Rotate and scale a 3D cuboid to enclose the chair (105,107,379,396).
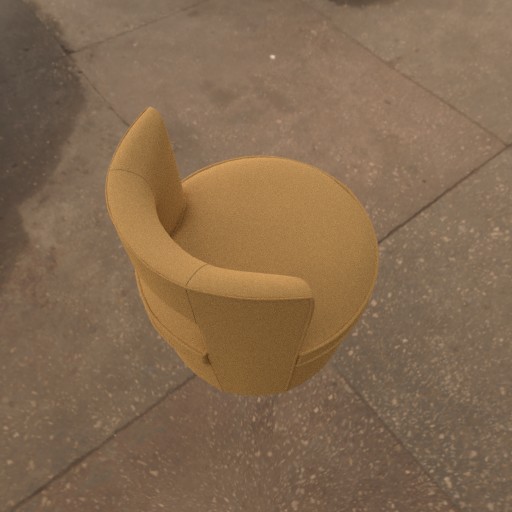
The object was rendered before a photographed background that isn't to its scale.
[{"bbox_3d":[0.000,0.000,1.236,0.665,0.723,0.650,-31,63,-18],"label":"chair"}]
